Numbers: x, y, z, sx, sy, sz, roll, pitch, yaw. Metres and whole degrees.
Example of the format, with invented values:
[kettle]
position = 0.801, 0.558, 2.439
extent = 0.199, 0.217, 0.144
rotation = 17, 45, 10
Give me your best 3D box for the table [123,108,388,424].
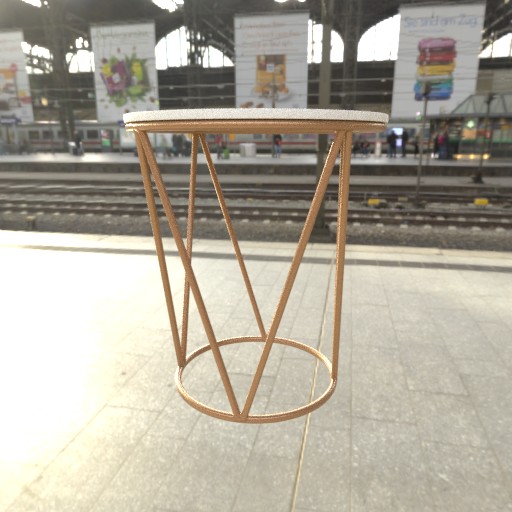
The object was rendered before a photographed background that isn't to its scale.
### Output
[table]
position = 0.000, 0.000, 0.941
extent = 0.500, 0.564, 0.500
rotation = 0, 15, 0
